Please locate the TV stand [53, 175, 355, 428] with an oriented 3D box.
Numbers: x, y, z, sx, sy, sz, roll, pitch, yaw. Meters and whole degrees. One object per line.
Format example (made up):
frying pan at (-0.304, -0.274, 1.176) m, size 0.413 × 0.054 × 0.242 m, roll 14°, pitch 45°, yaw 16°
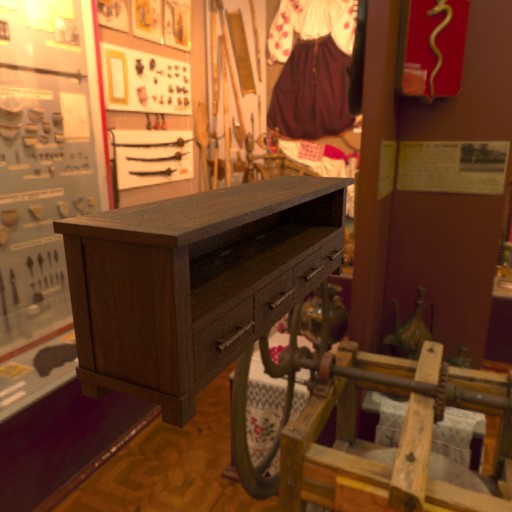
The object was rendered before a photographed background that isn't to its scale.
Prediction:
TV stand at (0.000, 0.000, 2.136) m, size 0.471 × 0.615 × 1.866 m, roll 7°, pitch 17°, yaw 25°
